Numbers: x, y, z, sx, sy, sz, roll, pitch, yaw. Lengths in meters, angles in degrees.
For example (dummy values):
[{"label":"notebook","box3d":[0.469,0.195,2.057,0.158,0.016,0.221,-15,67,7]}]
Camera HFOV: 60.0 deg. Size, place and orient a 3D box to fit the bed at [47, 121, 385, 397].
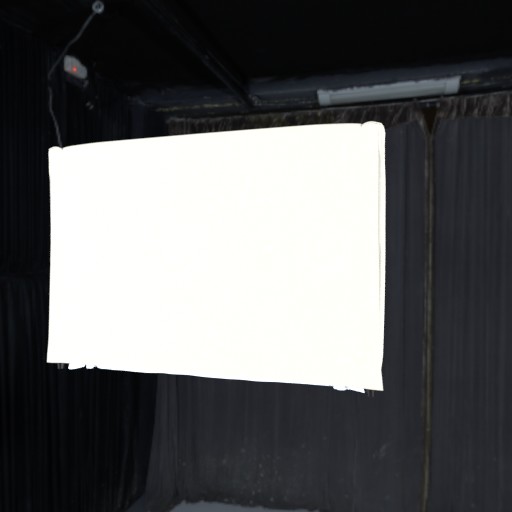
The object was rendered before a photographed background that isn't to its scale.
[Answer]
[{"label":"bed","box3d":[0.000,0.000,3.426,1.925,1.332,2.276,0,1,16]}]
